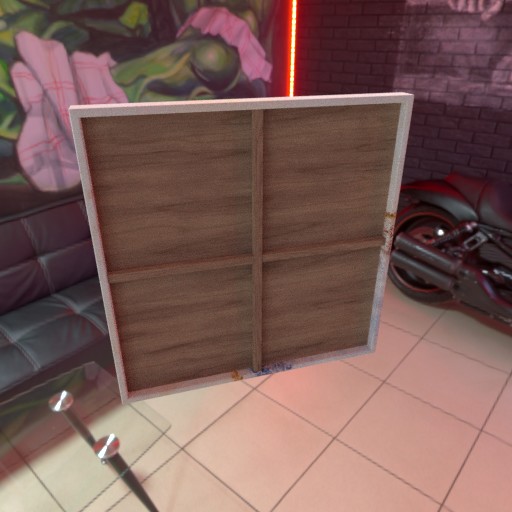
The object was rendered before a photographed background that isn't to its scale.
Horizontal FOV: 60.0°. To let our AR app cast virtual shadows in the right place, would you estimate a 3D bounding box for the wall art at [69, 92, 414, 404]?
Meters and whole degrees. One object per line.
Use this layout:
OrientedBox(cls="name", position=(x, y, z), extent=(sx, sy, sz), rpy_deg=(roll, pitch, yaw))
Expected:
OrientedBox(cls="wall art", position=(0.000, 0.000, 1.581), extent=(1.061, 1.061, 0.071), rpy_deg=(-8, 28, -15))
